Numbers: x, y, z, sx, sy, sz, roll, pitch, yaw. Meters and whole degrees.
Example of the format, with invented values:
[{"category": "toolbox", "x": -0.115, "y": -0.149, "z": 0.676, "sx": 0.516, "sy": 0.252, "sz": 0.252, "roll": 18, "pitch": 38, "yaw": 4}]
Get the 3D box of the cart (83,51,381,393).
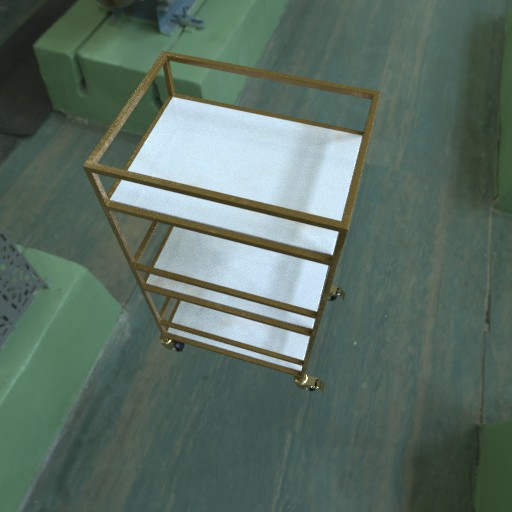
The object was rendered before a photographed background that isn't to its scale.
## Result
[{"category": "cart", "x": 0.000, "y": 0.000, "z": 1.033, "sx": 0.483, "sy": 0.761, "sz": 0.332, "roll": 14, "pitch": 59, "yaw": 9}]
